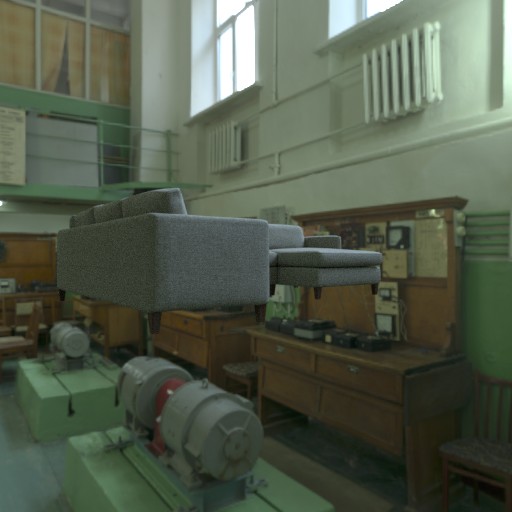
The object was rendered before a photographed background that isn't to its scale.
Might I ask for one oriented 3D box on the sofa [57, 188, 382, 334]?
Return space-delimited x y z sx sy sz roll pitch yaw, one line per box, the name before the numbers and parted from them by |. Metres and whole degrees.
sofa | 0.000 0.000 4.728 3.460 0.959 2.593 0 0 -36
